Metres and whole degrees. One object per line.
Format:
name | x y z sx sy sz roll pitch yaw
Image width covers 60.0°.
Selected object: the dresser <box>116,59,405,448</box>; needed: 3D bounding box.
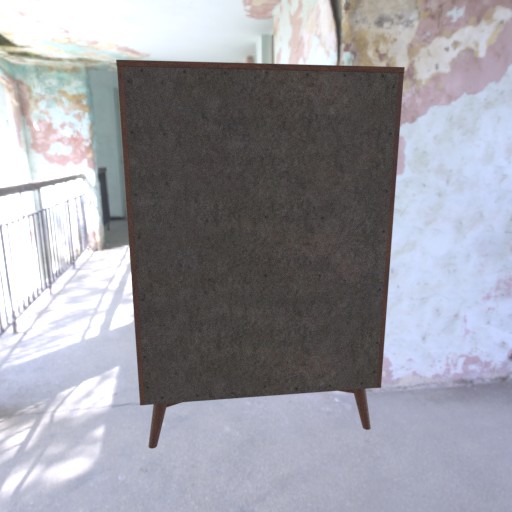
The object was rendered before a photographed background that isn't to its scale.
dresser | 0.000 0.000 1.795 0.919 1.365 0.498 -2 14 -8
